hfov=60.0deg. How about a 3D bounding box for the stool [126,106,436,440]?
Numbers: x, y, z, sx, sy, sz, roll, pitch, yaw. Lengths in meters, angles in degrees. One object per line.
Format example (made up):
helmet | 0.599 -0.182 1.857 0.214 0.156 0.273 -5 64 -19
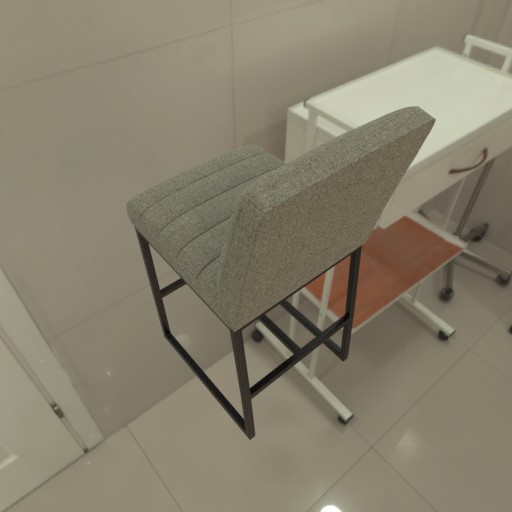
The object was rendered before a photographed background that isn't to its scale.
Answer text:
stool | 0.000 0.000 1.222 0.460 0.940 0.560 -31 53 -27
